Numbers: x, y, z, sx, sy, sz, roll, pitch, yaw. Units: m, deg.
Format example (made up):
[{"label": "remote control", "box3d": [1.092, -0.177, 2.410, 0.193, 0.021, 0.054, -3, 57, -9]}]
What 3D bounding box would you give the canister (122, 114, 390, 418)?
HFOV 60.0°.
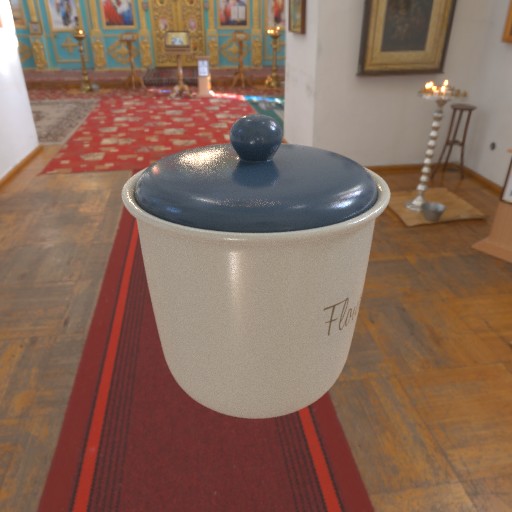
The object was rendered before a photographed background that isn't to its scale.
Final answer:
[{"label": "canister", "box3d": [0.000, 0.000, 0.337, 0.182, 0.208, 0.182, 0, 28, 0]}]
